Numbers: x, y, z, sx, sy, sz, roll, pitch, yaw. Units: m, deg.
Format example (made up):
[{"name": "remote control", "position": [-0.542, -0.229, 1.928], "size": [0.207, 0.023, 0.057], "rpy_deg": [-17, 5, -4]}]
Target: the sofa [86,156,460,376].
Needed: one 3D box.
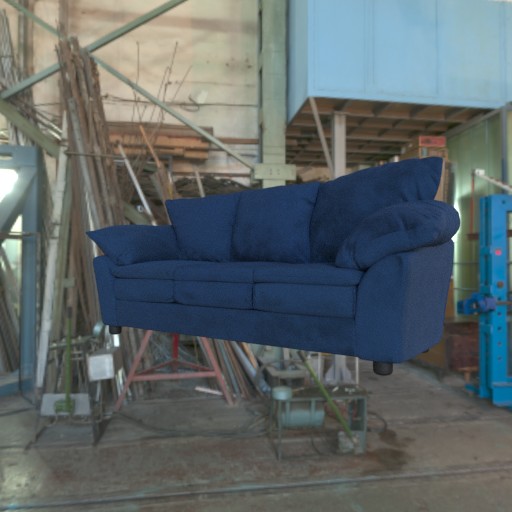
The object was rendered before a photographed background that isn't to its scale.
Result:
[{"name": "sofa", "position": [0.000, 0.000, 2.820], "size": [2.390, 1.091, 0.907], "rpy_deg": [-1, -1, 36]}]
